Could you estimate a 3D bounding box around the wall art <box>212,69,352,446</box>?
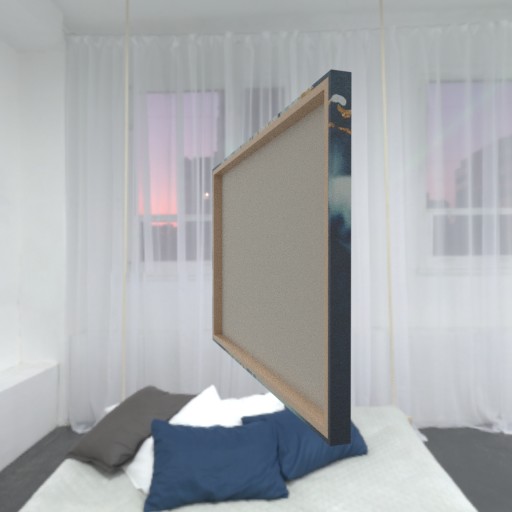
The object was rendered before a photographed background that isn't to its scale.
[{"bbox_3d":[0.000,0.000,1.155,0.038,0.608,0.912,0,1,-18],"label":"wall art"}]
